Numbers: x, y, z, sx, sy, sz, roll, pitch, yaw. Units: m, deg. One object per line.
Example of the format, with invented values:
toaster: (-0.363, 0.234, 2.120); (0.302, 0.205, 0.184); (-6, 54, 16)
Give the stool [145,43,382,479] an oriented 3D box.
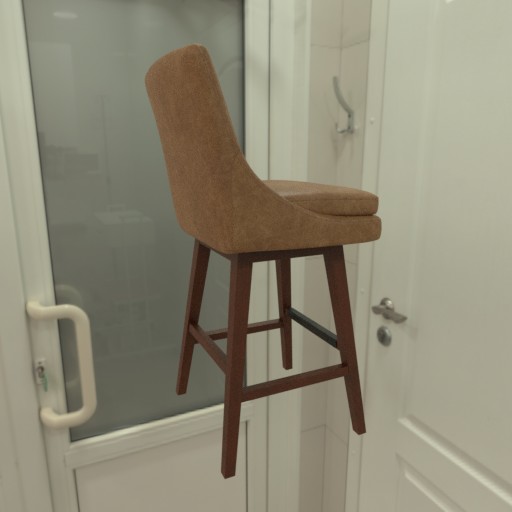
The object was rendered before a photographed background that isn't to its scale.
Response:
stool: (0.000, 0.000, 1.355); (0.572, 1.079, 0.487); (-6, 15, -25)
